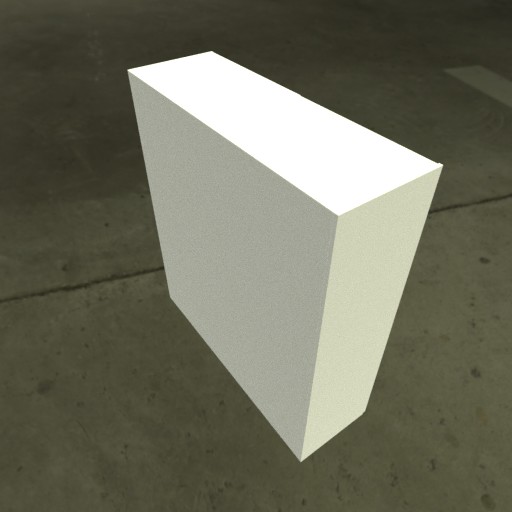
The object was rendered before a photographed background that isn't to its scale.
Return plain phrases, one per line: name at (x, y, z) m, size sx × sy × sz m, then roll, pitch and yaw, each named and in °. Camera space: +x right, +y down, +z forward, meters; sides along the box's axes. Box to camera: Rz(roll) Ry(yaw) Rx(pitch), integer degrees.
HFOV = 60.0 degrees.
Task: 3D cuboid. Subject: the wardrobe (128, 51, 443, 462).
wardrobe at (0.000, 0.000, 2.941) m, size 0.600 × 2.020 × 1.830 m, roll -26°, pitch 48°, yaw -26°
